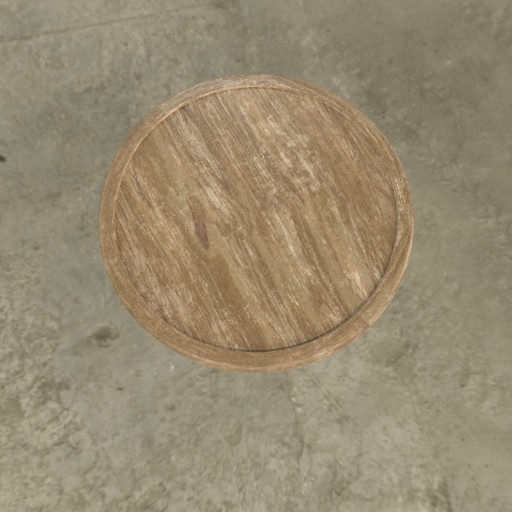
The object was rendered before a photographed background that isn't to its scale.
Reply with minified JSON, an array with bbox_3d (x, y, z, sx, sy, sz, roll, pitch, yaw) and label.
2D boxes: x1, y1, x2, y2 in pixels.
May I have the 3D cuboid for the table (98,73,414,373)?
[{"bbox_3d":[0.000,0.000,0.797,0.407,0.482,0.407,0,75,0],"label":"table"}]
